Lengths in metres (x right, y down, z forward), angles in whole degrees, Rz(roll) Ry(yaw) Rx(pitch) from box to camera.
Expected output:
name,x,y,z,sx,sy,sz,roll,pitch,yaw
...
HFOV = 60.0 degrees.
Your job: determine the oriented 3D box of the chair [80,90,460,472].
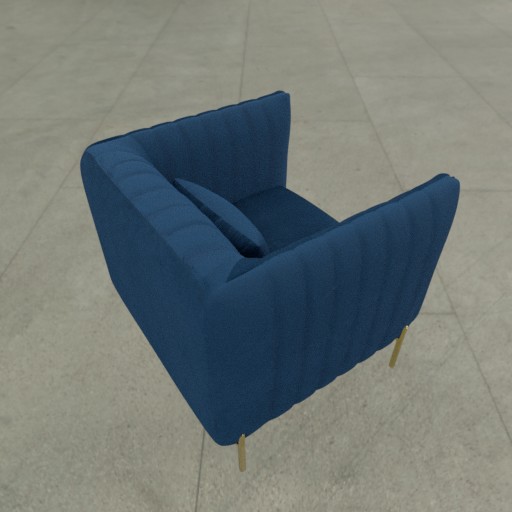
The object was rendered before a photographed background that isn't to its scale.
name,x,y,z,sx,sy,sz,roll,pitch,yaw
chair,0.000,0.000,1.590,0.877,0.793,0.947,-24,46,-25
